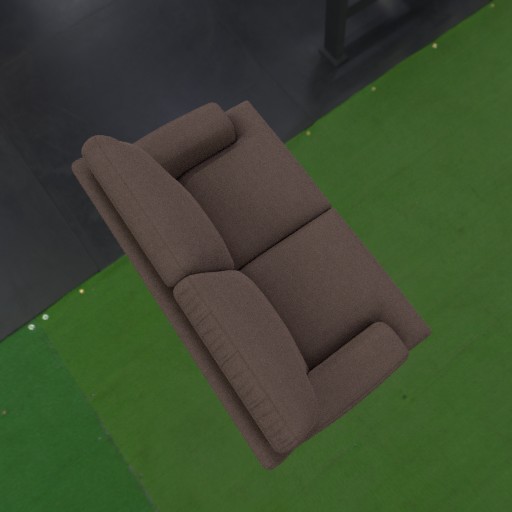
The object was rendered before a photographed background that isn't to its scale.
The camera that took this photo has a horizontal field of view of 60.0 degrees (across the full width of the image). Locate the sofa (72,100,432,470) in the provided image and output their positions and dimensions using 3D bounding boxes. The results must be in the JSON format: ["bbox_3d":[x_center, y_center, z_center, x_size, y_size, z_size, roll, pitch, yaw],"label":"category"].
[{"bbox_3d":[0.000,0.000,2.489,1.140,0.950,1.869,-34,77,-9],"label":"sofa"}]
